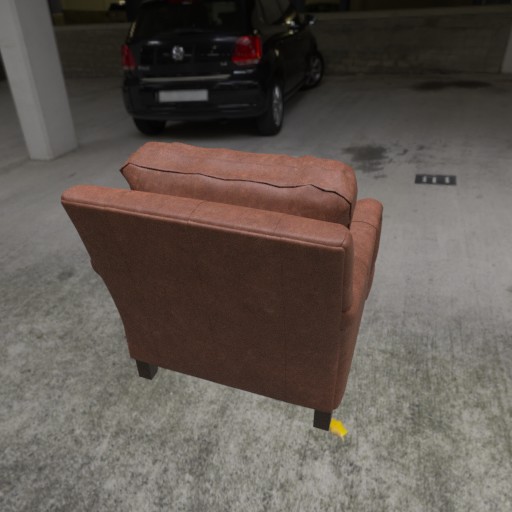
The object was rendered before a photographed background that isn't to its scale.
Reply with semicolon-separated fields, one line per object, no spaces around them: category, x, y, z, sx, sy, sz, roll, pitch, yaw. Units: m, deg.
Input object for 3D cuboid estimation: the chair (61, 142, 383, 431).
chair;0.000;0.000;1.924;0.986;1.055;1.158;11;34;16
